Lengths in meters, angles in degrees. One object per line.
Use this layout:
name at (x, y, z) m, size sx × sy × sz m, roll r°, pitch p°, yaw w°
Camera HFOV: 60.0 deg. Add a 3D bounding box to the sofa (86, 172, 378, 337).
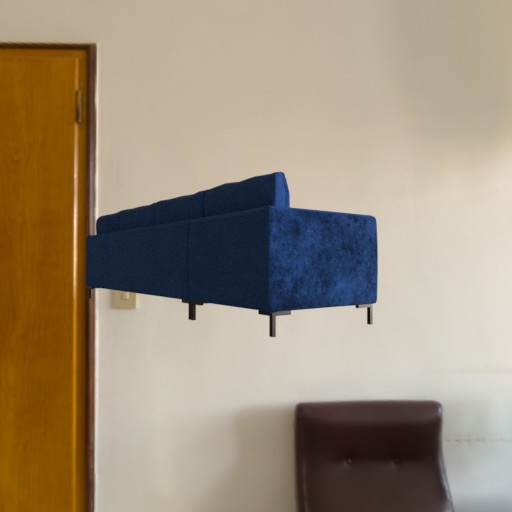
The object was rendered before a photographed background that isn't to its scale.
sofa at (0.000, 0.000, 3.210) m, size 1.707 × 0.687 × 2.486 m, roll 1°, pitch -1°, yaw -37°
